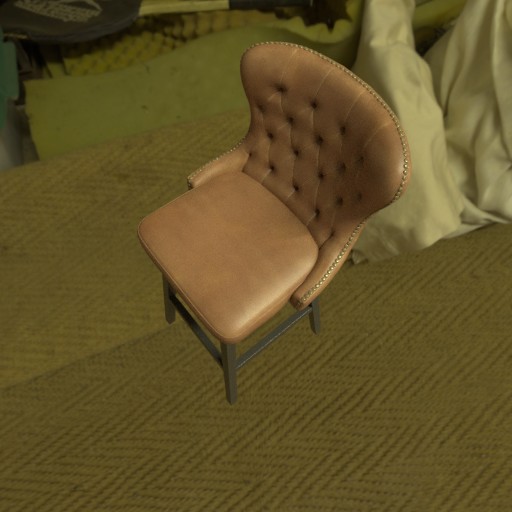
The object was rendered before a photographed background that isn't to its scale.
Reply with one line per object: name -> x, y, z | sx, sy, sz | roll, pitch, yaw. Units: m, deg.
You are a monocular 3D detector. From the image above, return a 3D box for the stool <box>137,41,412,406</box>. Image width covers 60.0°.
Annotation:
stool -> 0.000, 0.000, 1.366 | 0.601, 1.050, 0.528 | -36, 68, -17
